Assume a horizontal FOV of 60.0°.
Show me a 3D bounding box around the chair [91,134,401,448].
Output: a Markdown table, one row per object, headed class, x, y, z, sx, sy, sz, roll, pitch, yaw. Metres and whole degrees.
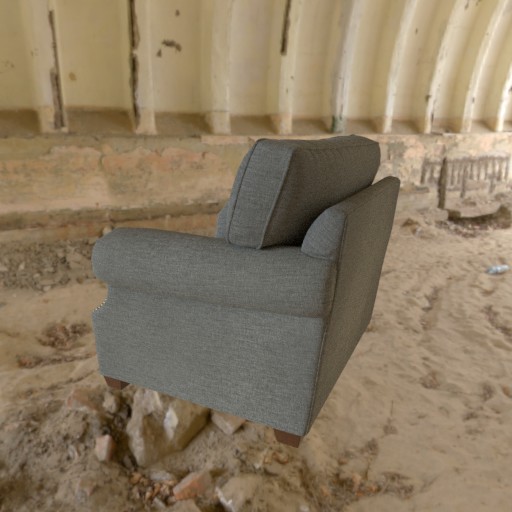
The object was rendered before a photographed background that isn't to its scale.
| class | x | y | z | sx | sy | sz | roll | pitch | yaw |
| --- | --- | --- | --- | --- | --- | --- | --- | --- | --- |
| chair | 0.000 | 0.000 | 1.820 | 0.965 | 0.961 | 1.092 | 8 | 18 | 25 |
